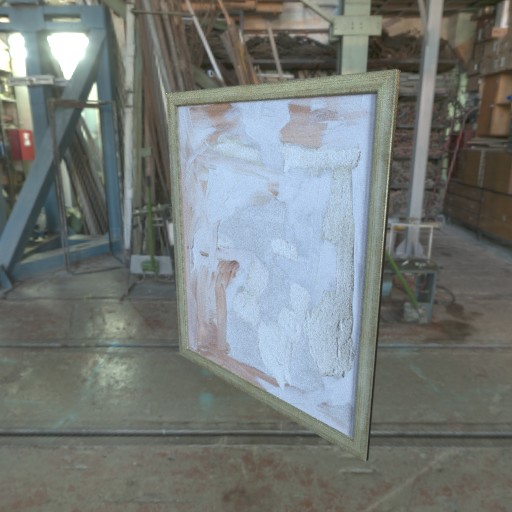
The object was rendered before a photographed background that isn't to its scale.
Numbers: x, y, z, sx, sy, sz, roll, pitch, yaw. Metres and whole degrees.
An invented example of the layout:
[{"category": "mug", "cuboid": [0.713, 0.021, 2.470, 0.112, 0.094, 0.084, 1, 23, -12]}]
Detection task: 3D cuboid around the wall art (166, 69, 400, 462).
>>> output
[{"category": "wall art", "cuboid": [0.000, 0.000, 0.769, 0.009, 0.559, 0.483, -15, 22, -43]}]
